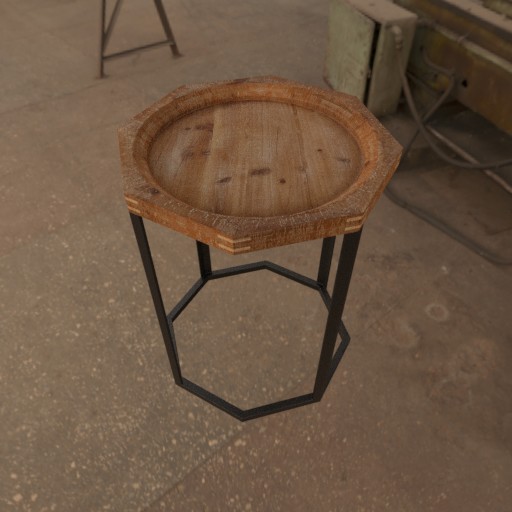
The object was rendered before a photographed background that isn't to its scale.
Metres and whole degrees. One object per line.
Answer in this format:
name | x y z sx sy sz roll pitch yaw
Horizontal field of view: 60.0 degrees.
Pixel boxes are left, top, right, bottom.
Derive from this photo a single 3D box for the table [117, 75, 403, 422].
table | 0.000 0.000 0.900 0.458 0.543 0.458 -29 53 -25
